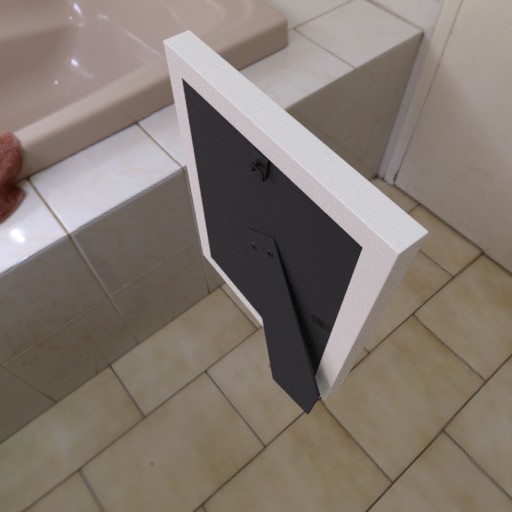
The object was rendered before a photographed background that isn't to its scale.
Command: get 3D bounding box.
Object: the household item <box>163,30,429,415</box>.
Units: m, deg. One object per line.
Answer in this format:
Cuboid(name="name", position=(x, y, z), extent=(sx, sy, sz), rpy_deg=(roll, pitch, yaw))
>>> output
Cuboid(name="household item", position=(0.000, 0.000, 0.340), extent=(0.045, 0.250, 0.200), rpy_deg=(-33, 63, -19))
